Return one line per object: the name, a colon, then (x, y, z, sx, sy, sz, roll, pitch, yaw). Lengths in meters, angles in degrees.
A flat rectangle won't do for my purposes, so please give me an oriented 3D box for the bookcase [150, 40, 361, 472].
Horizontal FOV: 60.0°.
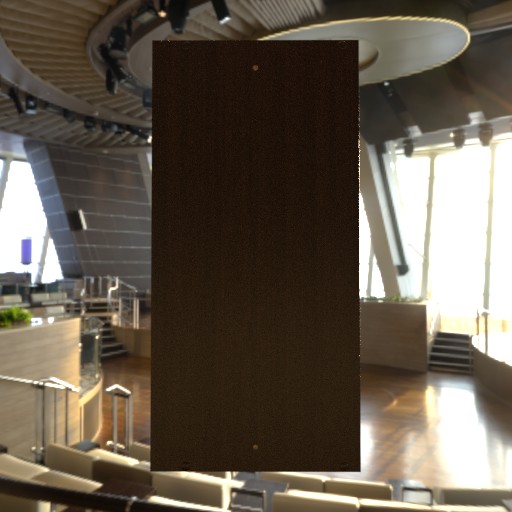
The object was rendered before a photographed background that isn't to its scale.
bookcase: (0.000, 0.000, 0.764, 0.290, 0.600, 0.300, 0, -1, 0)
